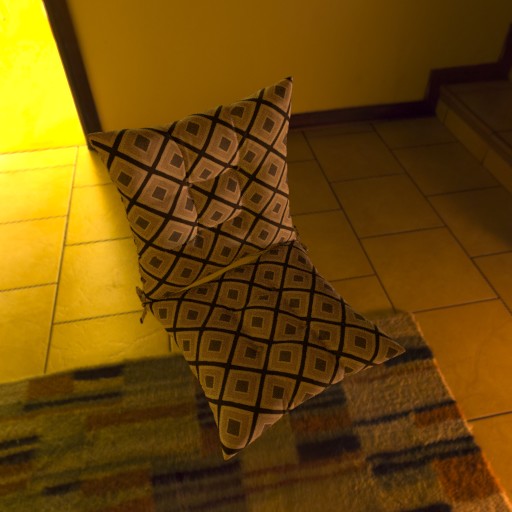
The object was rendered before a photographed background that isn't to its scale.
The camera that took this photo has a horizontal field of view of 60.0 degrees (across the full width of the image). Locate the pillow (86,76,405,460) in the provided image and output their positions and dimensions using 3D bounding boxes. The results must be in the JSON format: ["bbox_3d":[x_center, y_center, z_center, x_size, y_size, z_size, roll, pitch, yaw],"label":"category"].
[{"bbox_3d":[0.000,0.000,1.016,0.541,0.536,0.585,-24,50,-21],"label":"pillow"}]
